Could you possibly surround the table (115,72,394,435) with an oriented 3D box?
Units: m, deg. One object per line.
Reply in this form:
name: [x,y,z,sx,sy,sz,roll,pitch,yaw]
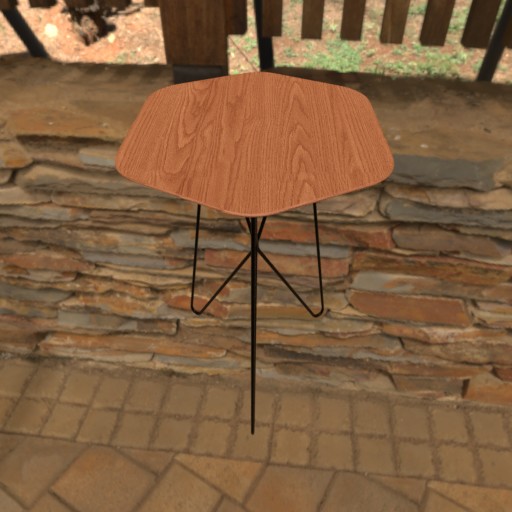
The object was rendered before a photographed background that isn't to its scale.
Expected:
table: [0.000,0.000,0.898,0.400,0.562,0.500,1,41,1]
